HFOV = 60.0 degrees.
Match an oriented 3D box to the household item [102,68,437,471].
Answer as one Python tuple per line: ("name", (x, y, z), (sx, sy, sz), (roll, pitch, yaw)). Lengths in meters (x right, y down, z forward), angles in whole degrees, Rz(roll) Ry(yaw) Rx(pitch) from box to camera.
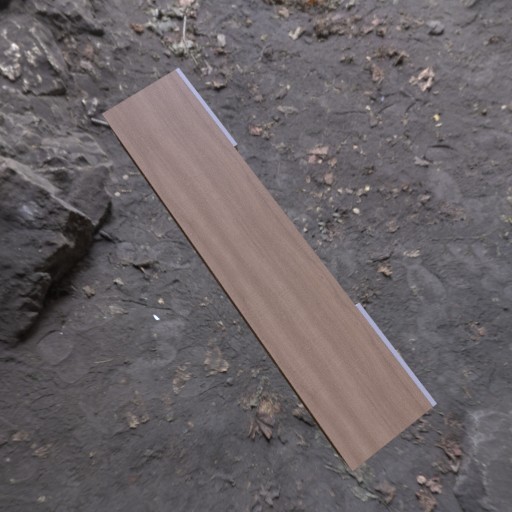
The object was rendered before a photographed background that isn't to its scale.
("household item", (0.000, 0.000, 2.033), (0.420, 0.310, 1.850), (-35, 79, -8))
